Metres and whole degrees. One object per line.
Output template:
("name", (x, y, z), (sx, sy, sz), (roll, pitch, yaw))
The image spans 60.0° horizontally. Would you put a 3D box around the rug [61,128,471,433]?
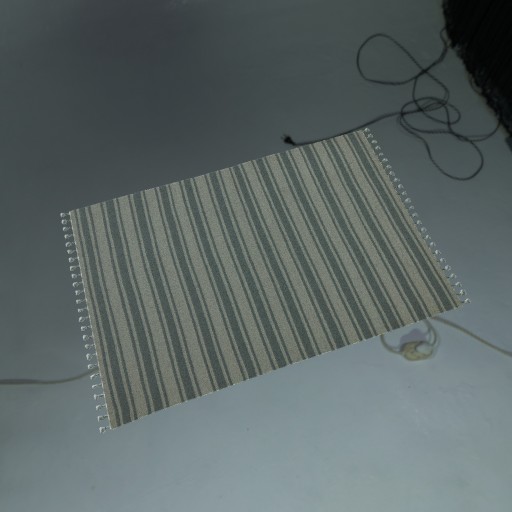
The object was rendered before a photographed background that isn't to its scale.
("rug", (0.000, 0.000, 3.000), (2.410, 0.011, 1.539), (-17, 66, -8))
